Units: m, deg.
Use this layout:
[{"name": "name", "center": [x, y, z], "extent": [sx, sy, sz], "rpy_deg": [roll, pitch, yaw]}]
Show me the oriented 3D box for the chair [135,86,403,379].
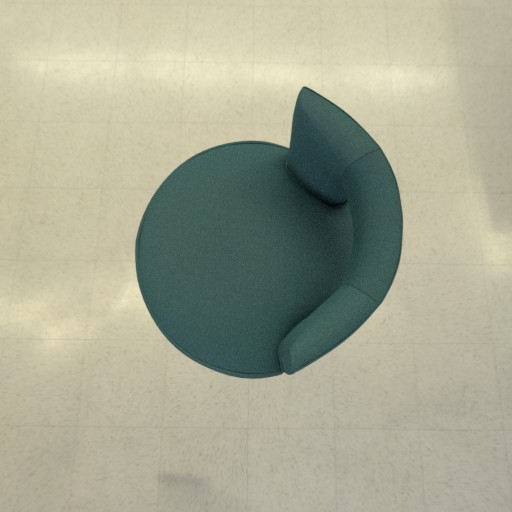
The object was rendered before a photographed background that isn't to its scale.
[{"name": "chair", "center": [0.000, 0.000, 1.279], "extent": [0.660, 0.711, 0.684], "rpy_deg": [3, 75, 1]}]
